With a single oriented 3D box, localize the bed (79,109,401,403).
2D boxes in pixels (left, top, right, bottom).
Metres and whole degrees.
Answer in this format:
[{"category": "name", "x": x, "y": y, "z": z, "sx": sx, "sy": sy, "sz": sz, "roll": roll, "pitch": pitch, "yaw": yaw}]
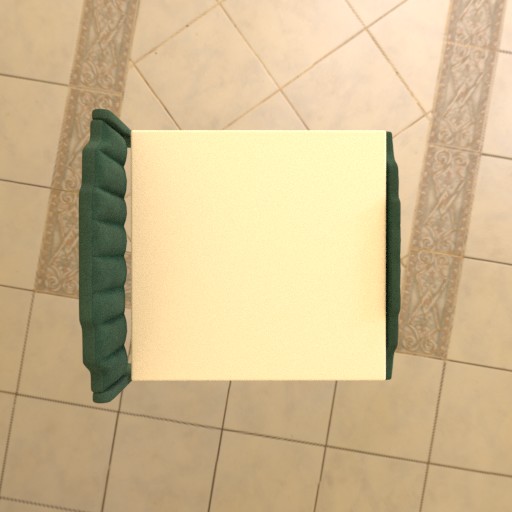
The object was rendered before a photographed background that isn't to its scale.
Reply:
[{"category": "bed", "x": 0.000, "y": 0.000, "z": 3.521, "sx": 2.340, "sy": 1.245, "sz": 2.074, "roll": 0, "pitch": 90, "yaw": 0}]
